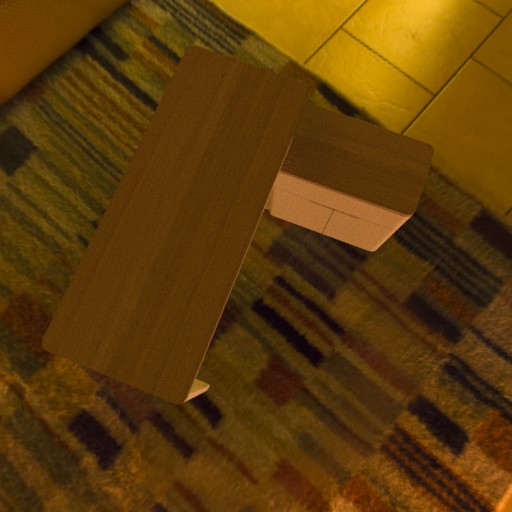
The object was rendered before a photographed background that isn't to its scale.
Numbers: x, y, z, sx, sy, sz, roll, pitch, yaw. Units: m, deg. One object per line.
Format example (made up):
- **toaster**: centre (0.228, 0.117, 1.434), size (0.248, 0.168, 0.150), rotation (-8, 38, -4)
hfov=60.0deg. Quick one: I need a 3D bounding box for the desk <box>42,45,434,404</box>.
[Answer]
- **desk**: centre (0.000, 0.000, 2.107), size (1.175, 0.770, 1.400), rotation (21, 77, 5)
